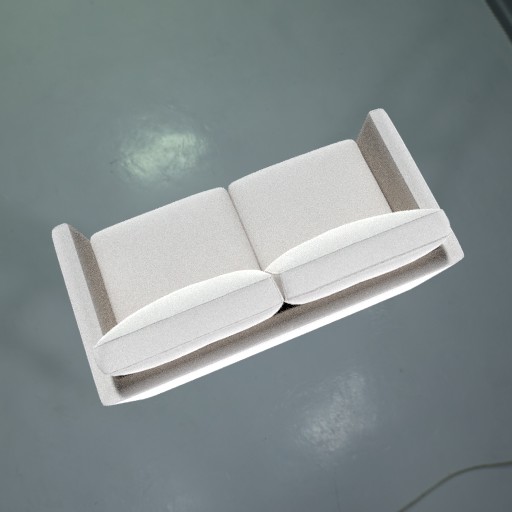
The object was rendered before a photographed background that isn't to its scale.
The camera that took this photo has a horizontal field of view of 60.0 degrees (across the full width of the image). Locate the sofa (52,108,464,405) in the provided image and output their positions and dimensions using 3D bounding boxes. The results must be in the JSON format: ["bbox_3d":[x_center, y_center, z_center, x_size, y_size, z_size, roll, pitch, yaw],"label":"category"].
[{"bbox_3d":[0.000,0.000,2.248,1.722,0.888,0.873,-21,76,-6],"label":"sofa"}]
